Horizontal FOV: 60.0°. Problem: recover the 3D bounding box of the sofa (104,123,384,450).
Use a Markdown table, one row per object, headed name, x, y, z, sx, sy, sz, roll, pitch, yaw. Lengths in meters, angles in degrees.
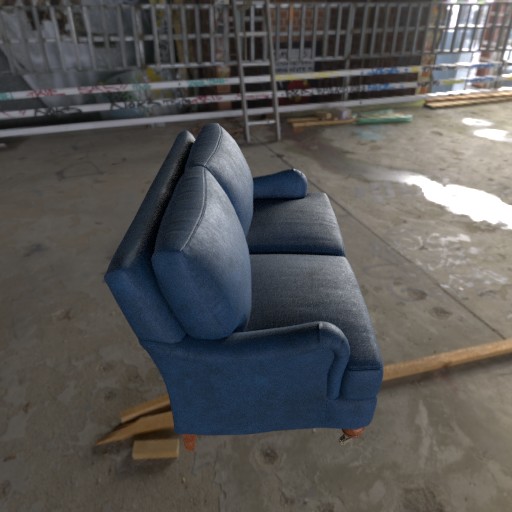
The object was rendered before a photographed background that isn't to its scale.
| name | x | y | z | sx | sy | sz | roll | pitch | yaw |
| --- | --- | --- | --- | --- | --- | --- | --- | --- | --- |
| sofa | 0.000 | 0.000 | 2.544 | 1.084 | 1.101 | 1.853 | 0 | 31 | 0 |
